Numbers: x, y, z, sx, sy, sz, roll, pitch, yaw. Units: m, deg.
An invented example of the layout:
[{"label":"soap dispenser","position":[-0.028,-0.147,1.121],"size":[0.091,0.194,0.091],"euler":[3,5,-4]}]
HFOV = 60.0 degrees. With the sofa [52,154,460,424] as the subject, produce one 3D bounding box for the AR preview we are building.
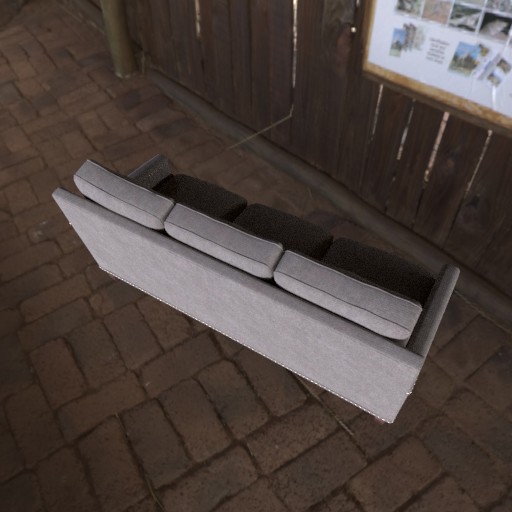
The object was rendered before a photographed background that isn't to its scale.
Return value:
[{"label":"sofa","position":[0.000,0.000,2.768],"size":[2.226,1.042,1.034],"euler":[24,50,22]}]
